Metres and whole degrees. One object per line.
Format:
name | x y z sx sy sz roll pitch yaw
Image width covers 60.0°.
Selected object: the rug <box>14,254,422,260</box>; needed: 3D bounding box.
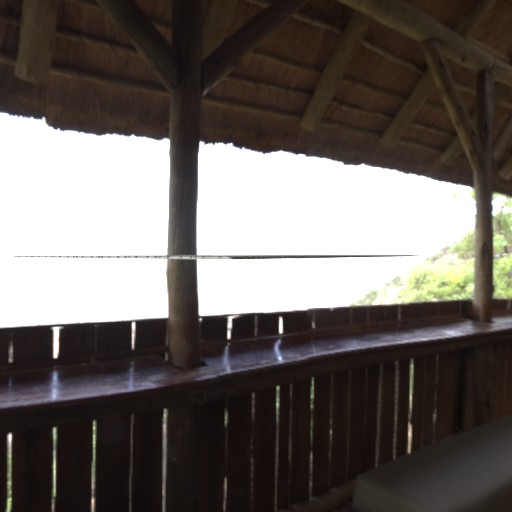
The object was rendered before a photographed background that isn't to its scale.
rug | 0.000 0.000 2.971 1.517 0.011 2.435 0 0 35
